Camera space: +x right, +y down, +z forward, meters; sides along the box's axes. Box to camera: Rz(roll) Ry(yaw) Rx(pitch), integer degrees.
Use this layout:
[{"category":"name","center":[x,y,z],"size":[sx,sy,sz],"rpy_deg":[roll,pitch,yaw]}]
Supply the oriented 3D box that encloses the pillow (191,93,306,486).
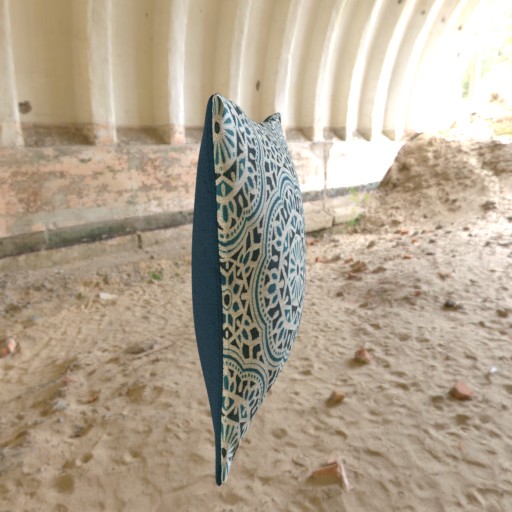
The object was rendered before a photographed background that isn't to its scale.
[{"category":"pillow","center":[0.000,0.000,0.647],"size":[0.145,0.420,0.440],"rpy_deg":[3,15,10]}]
